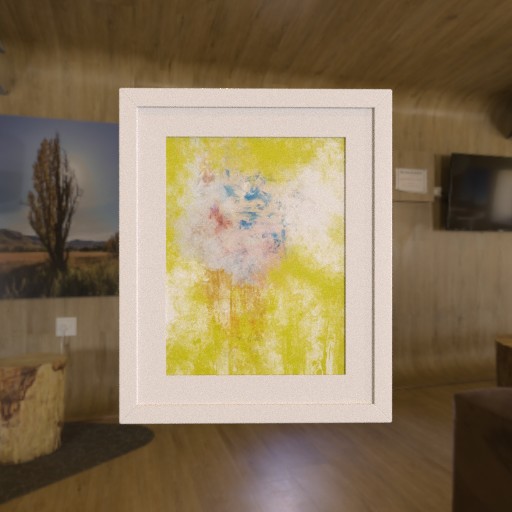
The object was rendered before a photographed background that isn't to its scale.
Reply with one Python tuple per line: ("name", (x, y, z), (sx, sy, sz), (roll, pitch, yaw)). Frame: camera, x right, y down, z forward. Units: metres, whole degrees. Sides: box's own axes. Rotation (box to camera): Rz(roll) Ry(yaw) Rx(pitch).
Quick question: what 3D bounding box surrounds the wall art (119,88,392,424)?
("wall art", (0.000, 0.000, 0.750), (0.454, 0.556, 0.028), (0, 0, -1))
